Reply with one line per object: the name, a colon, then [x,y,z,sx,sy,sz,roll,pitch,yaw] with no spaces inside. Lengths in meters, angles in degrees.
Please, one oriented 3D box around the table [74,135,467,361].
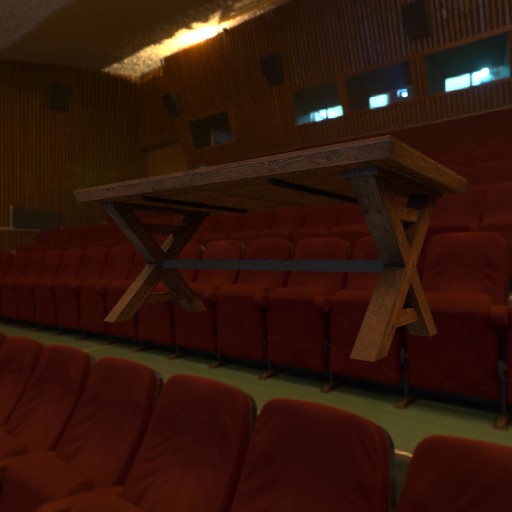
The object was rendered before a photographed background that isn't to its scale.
table: [0.000,0.000,2.498,1.966,0.793,1.071,0,0,38]
